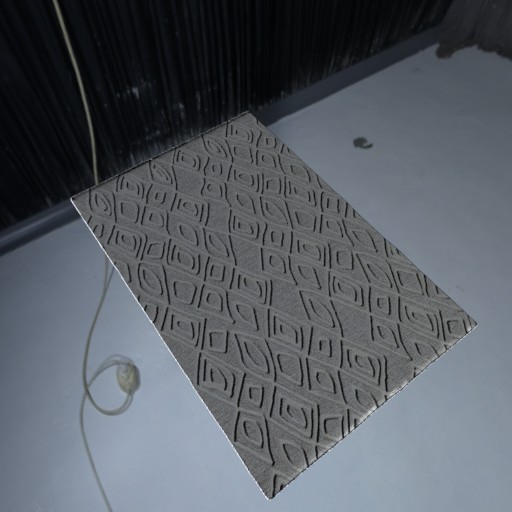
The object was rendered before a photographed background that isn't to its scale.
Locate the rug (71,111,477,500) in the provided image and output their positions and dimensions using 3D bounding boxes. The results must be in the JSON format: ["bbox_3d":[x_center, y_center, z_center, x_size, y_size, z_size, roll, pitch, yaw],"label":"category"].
[{"bbox_3d":[0.000,0.000,2.258,1.224,0.016,1.832,-32,63,-18],"label":"rug"}]
